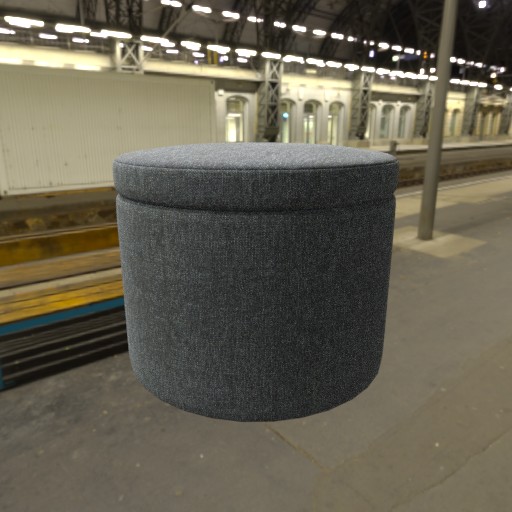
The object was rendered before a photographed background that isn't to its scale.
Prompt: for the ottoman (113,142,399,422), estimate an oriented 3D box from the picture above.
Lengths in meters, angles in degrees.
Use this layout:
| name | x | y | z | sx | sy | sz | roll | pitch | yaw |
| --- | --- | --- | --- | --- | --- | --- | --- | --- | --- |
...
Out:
| name | x | y | z | sx | sy | sz | roll | pitch | yaw |
| --- | --- | --- | --- | --- | --- | --- | --- | --- | --- |
| ottoman | 0.000 | 0.000 | 0.858 | 0.500 | 0.419 | 0.500 | 0 | 16 | 0 |
